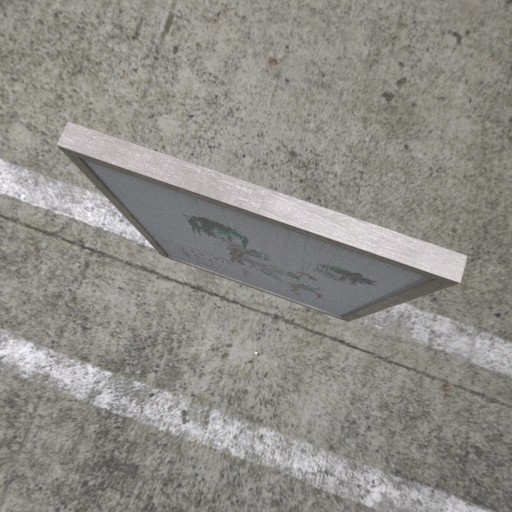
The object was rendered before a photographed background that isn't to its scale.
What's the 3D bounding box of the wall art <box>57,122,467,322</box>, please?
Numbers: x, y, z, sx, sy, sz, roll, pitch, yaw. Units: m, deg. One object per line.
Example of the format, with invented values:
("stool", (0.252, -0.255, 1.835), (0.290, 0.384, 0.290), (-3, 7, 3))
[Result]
("wall art", (0.000, 0.000, 0.693), (0.421, 0.521, 0.032), (19, 78, 4))
